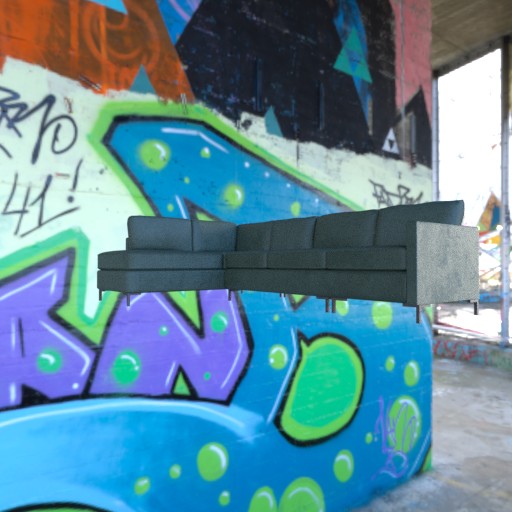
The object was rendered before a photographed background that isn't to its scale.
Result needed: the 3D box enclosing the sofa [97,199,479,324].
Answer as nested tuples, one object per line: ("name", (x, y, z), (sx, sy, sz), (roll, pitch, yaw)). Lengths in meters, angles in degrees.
("sofa", (0.000, 0.000, 4.377), (2.048, 0.996, 3.384), (1, -1, -37))
